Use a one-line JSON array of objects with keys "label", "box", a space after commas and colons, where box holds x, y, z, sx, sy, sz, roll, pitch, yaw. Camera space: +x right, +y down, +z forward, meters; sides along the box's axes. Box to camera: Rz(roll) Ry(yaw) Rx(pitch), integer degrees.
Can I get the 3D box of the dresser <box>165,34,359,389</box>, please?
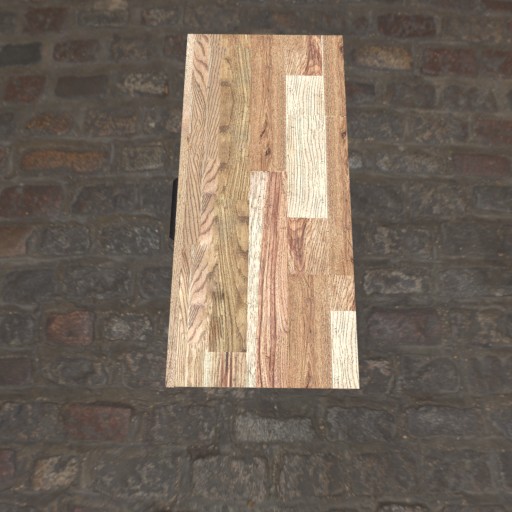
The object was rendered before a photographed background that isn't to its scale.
[{"label": "dresser", "box": [0.000, 0.000, 1.732, 0.480, 1.243, 0.966, 1, 75, 0]}]
